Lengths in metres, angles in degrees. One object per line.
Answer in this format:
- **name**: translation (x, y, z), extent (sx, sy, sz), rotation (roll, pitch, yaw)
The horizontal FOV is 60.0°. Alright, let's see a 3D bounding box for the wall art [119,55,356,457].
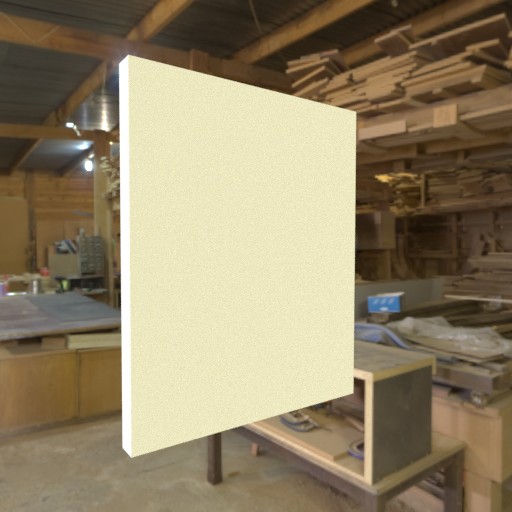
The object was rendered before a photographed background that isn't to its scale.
- **wall art**: translation (0.000, 0.000, 0.754), extent (0.451, 0.553, 0.039), rotation (-1, 2, -36)
